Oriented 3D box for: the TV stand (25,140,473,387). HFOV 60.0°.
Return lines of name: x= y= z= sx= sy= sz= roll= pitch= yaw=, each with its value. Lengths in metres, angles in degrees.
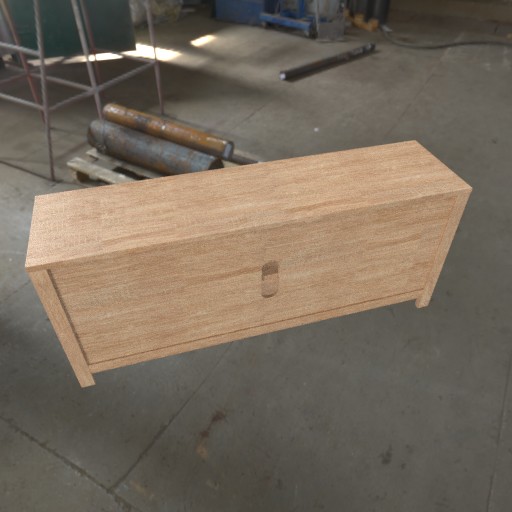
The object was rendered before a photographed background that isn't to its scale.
TV stand: x=0.000 y=0.000 z=1.740 sx=1.466 sy=0.610 sz=0.398 roll=-11 pitch=43 yaw=-12
